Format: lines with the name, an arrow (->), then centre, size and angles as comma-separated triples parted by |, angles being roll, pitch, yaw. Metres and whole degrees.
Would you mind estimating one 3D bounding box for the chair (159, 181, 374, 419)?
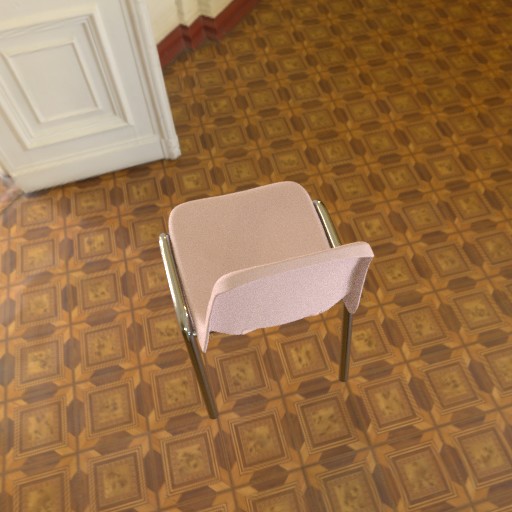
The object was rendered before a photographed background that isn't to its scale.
chair -> 0.000, 0.000, 0.857 | 0.354, 0.586, 0.423 | -13, 59, -8
